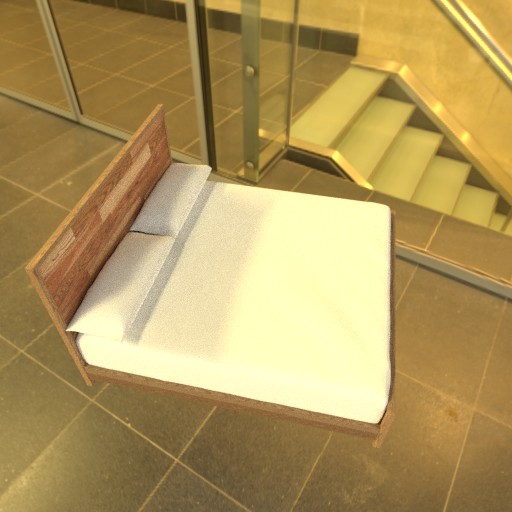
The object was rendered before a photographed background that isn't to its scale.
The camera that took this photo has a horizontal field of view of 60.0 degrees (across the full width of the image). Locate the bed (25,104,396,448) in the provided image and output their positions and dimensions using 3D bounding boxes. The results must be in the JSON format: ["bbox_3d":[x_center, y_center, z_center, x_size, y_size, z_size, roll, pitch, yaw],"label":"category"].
[{"bbox_3d":[0.000,0.000,3.443,2.184,1.295,2.013,9,46,9],"label":"bed"}]
